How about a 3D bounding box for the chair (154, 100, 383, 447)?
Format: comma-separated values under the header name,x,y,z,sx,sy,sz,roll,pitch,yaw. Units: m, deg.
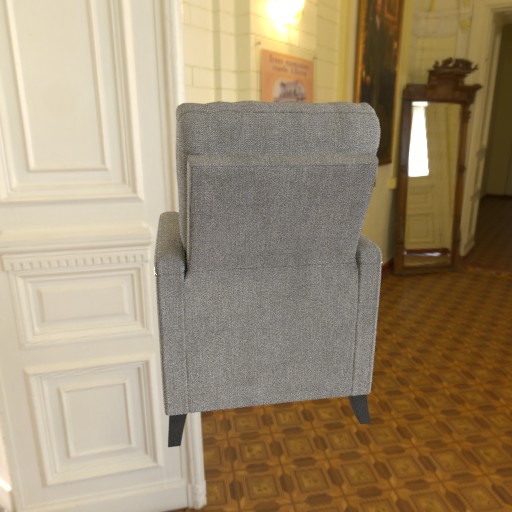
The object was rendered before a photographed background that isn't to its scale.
name,x,y,z,sx,sy,sz,roll,pitch,yaw
chair,0.000,0.000,1.640,0.710,1.049,0.922,-3,16,-10
